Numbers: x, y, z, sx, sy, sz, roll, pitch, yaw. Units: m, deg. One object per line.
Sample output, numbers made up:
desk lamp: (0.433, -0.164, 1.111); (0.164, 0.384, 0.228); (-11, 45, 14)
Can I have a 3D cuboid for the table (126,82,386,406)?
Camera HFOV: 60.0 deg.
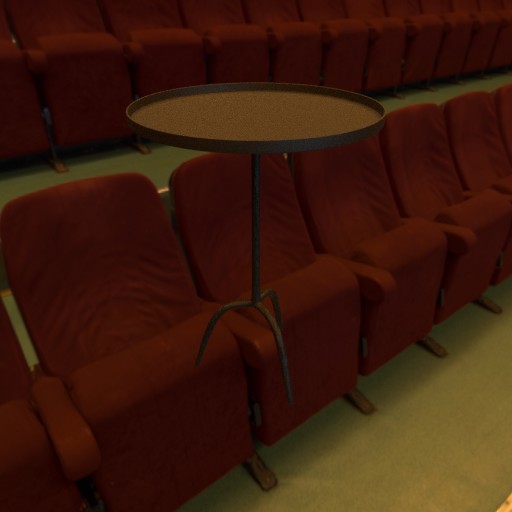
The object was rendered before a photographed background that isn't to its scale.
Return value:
table: (0.000, 0.000, 1.060); (0.502, 0.700, 0.502); (-22, 37, -32)
